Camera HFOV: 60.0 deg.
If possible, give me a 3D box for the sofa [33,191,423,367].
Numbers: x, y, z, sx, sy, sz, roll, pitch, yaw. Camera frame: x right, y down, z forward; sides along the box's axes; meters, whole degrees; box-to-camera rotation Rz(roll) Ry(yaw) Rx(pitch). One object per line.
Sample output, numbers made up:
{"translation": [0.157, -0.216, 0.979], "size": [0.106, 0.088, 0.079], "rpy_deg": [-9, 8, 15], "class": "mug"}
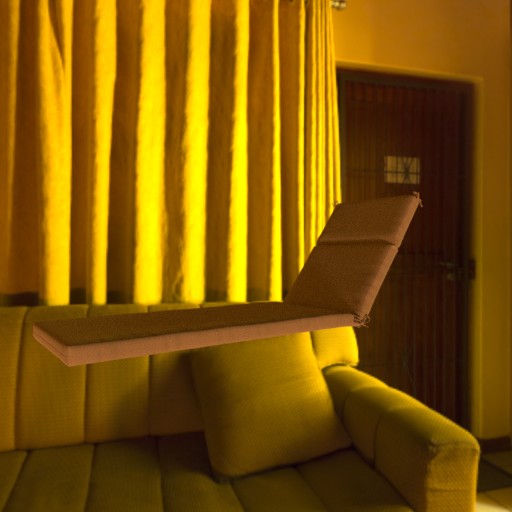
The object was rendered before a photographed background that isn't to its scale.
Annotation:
{"translation": [0.000, 0.000, 1.906], "size": [1.663, 0.622, 0.582], "rpy_deg": [0, 1, -36], "class": "sofa"}
